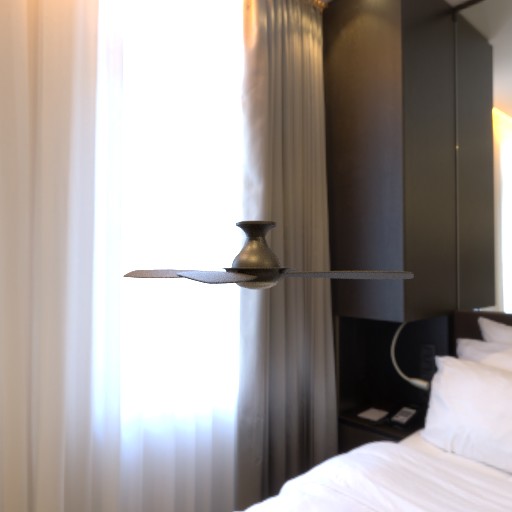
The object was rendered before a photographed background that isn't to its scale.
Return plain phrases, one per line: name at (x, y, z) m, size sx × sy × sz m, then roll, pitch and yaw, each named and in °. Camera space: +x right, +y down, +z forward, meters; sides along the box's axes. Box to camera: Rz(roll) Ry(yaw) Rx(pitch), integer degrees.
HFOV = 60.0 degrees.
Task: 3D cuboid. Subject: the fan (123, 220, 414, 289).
fan at (0.000, 0.000, 2.527) m, size 1.694 × 0.382 × 1.694 m, roll 0°, pitch -1°, yaw 18°
